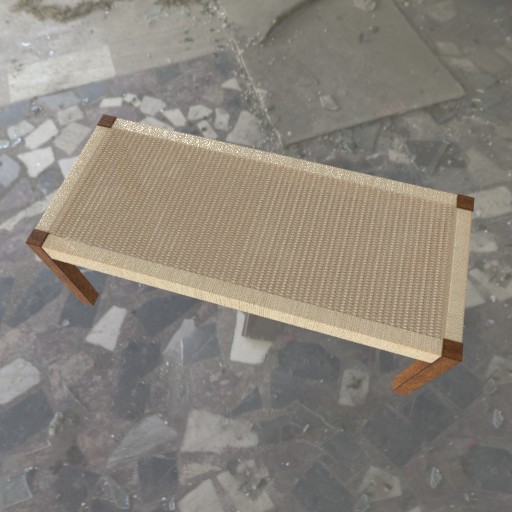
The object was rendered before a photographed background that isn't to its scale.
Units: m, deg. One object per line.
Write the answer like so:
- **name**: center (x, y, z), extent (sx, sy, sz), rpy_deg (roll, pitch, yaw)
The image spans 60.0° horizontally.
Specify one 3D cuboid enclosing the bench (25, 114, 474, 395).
- **bench**: center (0.000, 0.000, 1.476), extent (1.198, 0.457, 0.507), rpy_deg (14, 64, 7)
